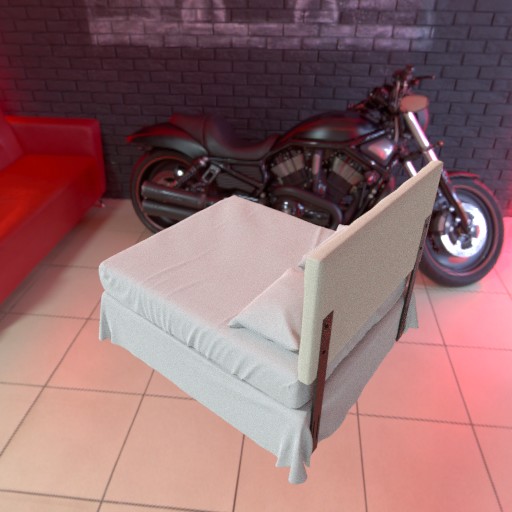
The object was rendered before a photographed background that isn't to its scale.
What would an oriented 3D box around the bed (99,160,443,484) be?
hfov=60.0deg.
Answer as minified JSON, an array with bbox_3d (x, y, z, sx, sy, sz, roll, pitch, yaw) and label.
[{"bbox_3d":[0.000,0.000,3.498,2.222,1.577,1.936,23,40,32],"label":"bed"}]
